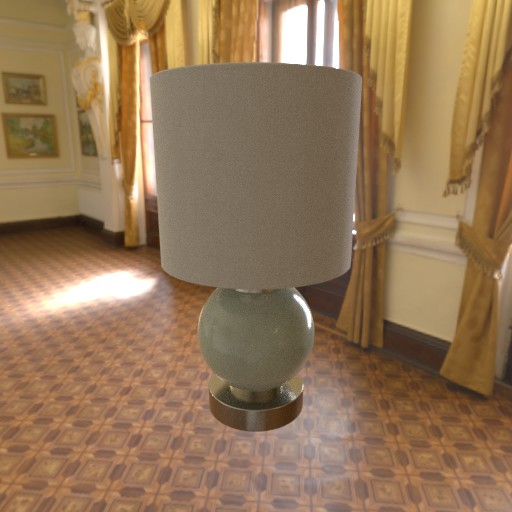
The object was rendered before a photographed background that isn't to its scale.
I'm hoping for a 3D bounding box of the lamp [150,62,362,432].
[{"bbox_3d":[0.000,0.000,0.474,0.201,0.353,0.201,-7,16,-26],"label":"lamp"}]
